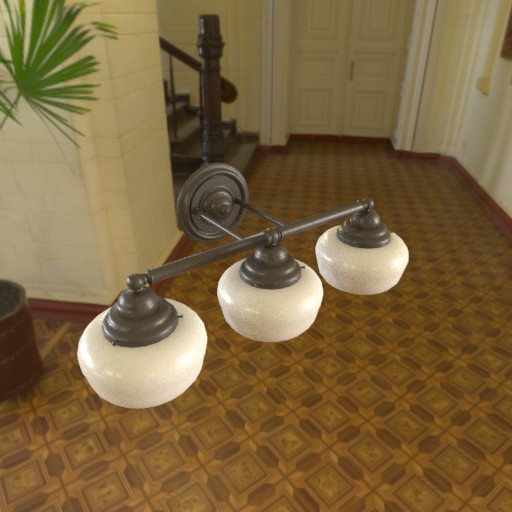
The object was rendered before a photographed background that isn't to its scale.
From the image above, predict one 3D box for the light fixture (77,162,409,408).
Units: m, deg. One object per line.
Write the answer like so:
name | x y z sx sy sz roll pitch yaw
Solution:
light fixture | 0.000 0.000 0.698 0.587 0.242 0.239 -20 34 -32
